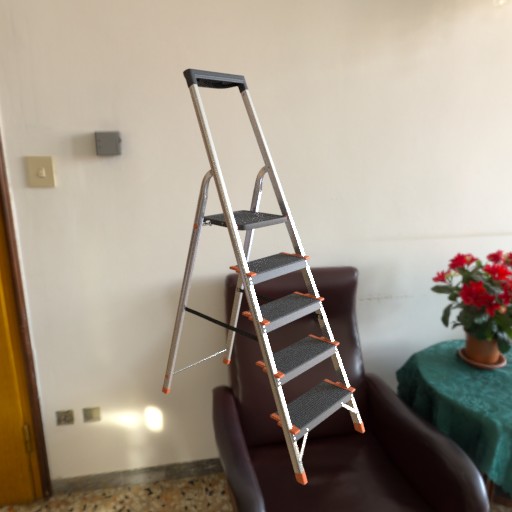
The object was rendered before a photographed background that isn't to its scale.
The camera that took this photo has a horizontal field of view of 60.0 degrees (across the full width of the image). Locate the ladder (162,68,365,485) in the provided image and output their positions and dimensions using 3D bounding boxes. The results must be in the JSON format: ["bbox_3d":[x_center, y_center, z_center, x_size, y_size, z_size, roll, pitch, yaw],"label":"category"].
[{"bbox_3d":[0.000,0.000,2.076,0.995,1.646,0.480,14,20,42],"label":"ladder"}]
